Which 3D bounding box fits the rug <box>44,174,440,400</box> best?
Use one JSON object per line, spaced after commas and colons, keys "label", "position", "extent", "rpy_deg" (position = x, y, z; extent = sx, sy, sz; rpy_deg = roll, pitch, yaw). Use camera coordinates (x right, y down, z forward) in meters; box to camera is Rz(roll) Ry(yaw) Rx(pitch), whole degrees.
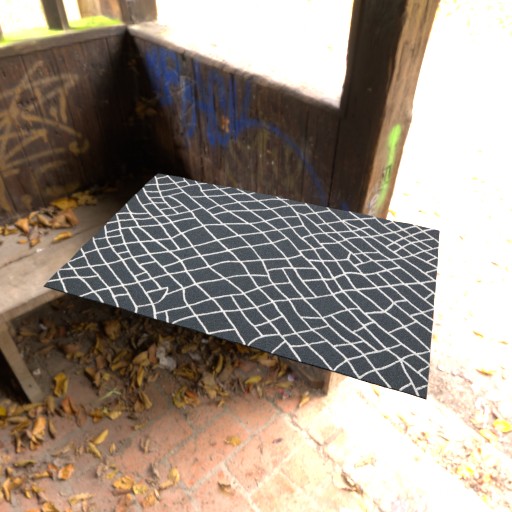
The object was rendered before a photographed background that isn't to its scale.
{"label": "rug", "position": [0.000, 0.000, 3.161], "extent": [2.448, 0.017, 1.529], "rpy_deg": [13, 43, 15]}
